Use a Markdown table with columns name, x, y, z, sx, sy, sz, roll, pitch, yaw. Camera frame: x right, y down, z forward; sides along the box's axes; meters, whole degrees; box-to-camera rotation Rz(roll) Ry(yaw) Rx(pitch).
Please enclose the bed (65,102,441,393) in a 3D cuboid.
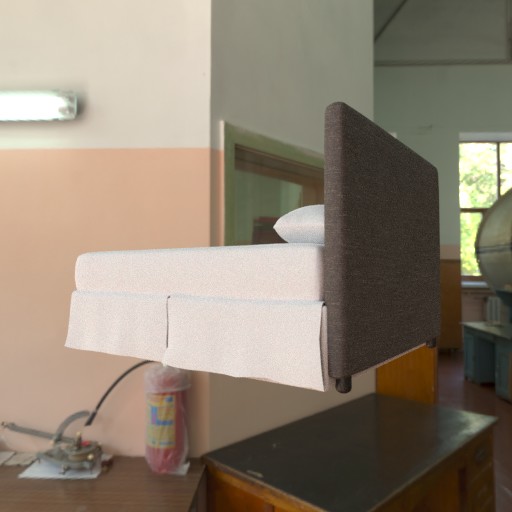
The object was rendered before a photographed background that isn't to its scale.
| name | x | y | z | sx | sy | sz | roll | pitch | yaw |
| --- | --- | --- | --- | --- | --- | --- | --- | --- | --- |
| bed | 0.000 | 0.000 | 3.199 | 2.142 | 1.330 | 1.723 | -1 | -2 | 36 |
